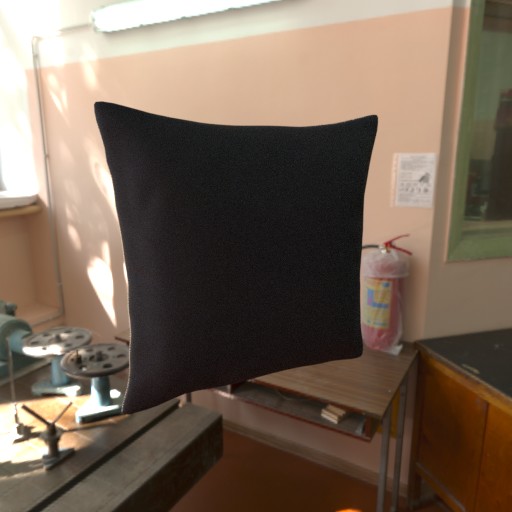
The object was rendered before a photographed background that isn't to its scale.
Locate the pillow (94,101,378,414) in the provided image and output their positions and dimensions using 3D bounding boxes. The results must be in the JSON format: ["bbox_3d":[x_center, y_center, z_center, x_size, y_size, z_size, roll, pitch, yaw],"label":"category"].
[{"bbox_3d":[0.000,0.000,0.804,0.520,0.508,0.166,-6,14,-25],"label":"pillow"}]
